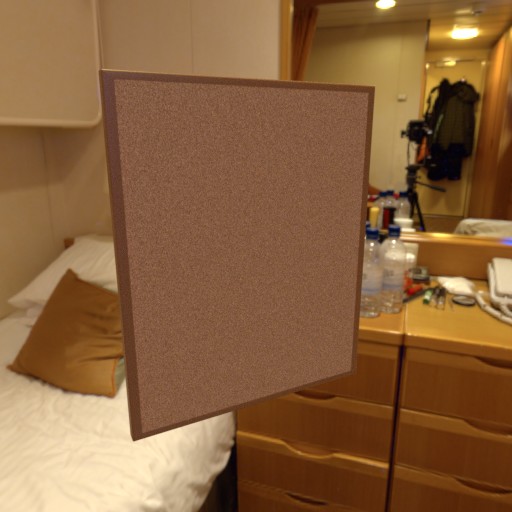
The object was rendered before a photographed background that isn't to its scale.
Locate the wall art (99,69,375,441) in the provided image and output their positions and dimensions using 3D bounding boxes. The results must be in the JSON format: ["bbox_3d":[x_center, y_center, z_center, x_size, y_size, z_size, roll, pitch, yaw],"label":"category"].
[{"bbox_3d":[0.000,0.000,0.508,0.310,0.379,0.015,-8,17,-26],"label":"wall art"}]
